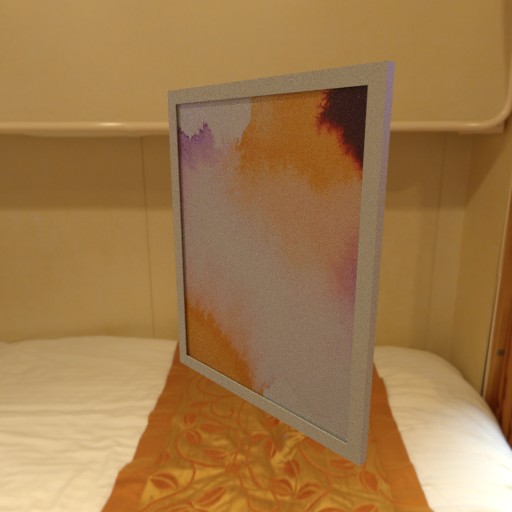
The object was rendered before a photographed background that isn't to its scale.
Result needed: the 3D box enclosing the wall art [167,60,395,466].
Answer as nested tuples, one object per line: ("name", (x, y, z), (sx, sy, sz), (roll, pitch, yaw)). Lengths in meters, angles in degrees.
("wall art", (0.000, 0.000, 1.090), (0.026, 0.811, 0.661), (-14, 20, -43))
